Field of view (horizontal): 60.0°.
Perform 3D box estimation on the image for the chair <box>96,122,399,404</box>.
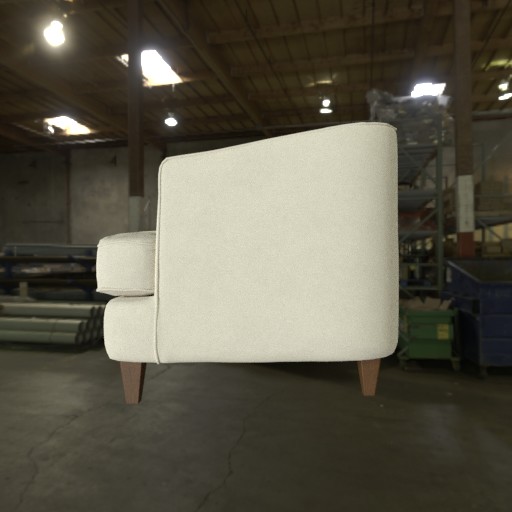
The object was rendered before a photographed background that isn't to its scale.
[{"bbox_3d":[0.000,0.000,1.769,0.941,0.852,1.104,0,0,1],"label":"chair"}]
